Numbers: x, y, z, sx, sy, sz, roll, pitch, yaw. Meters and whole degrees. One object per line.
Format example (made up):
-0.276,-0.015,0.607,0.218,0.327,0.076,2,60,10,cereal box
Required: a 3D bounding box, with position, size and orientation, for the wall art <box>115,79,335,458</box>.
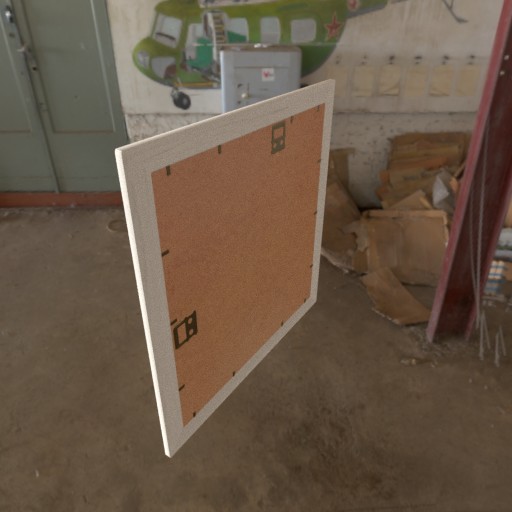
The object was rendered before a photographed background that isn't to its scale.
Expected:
0.000,0.000,0.883,0.013,0.584,0.584,19,36,29,wall art
